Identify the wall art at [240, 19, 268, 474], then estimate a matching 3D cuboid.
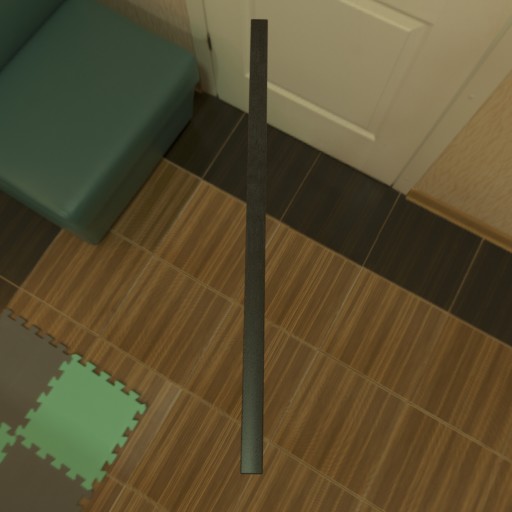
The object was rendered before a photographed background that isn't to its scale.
[{"bbox_3d":[0.000,0.000,1.145,0.038,0.612,0.912,1,75,0],"label":"wall art"}]
